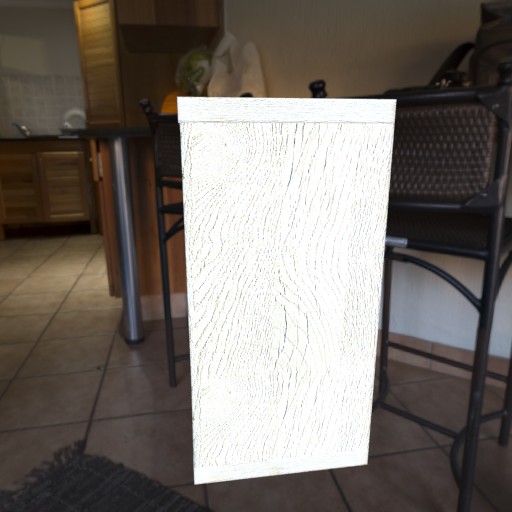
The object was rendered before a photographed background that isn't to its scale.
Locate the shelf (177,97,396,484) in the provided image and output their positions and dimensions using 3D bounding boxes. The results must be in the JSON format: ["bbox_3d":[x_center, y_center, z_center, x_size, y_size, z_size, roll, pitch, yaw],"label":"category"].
[{"bbox_3d":[0.000,0.000,1.252,0.390,0.786,0.790,-2,16,-9],"label":"shelf"}]
